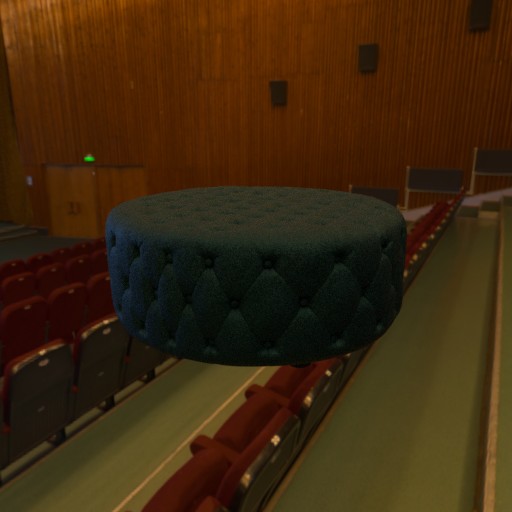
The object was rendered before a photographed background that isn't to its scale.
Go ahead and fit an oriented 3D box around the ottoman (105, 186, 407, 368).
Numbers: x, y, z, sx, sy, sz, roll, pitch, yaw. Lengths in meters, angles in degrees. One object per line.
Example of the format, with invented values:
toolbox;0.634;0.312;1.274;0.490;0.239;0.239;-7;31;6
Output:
ottoman;0.000;0.000;1.557;0.998;0.398;0.998;0;16;0
